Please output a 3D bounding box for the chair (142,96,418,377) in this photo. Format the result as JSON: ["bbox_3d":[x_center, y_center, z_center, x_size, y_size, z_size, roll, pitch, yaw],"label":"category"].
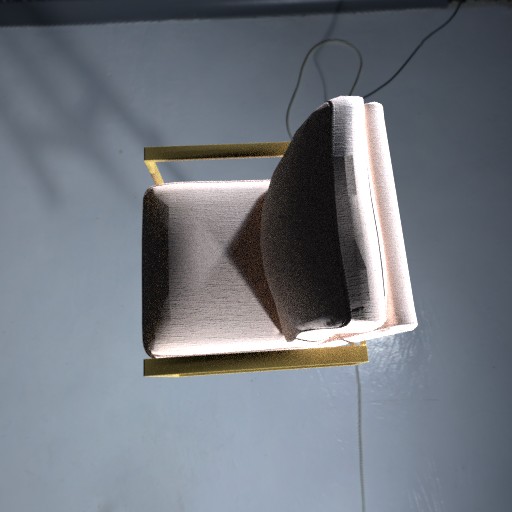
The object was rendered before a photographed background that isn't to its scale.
[{"bbox_3d":[0.000,0.000,1.524,0.813,0.956,0.758,-3,75,-1],"label":"chair"}]
